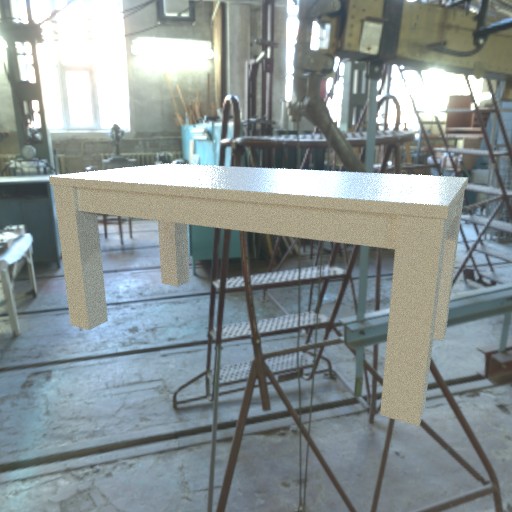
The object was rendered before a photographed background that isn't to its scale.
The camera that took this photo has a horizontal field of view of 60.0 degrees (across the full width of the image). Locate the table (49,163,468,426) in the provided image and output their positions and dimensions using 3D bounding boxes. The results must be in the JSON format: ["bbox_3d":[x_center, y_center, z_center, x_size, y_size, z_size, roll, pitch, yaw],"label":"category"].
[{"bbox_3d":[0.000,0.000,2.234,1.800,0.790,0.900,8,18,27],"label":"table"}]
